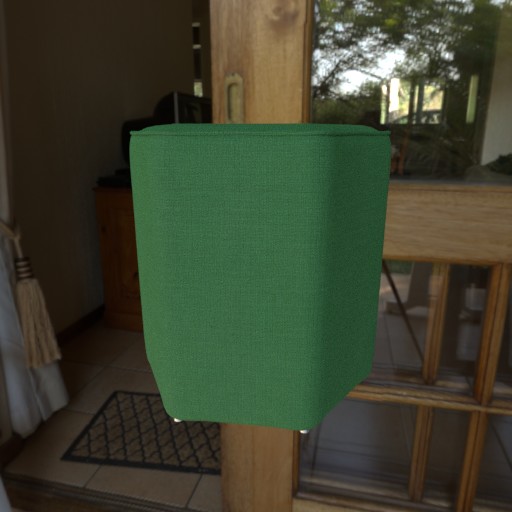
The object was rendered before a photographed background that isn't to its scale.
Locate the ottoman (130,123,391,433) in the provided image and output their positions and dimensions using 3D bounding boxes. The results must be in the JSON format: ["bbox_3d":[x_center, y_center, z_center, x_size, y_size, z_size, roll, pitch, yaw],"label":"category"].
[{"bbox_3d":[0.000,0.000,0.896,0.499,0.507,0.444,2,16,8],"label":"ottoman"}]
